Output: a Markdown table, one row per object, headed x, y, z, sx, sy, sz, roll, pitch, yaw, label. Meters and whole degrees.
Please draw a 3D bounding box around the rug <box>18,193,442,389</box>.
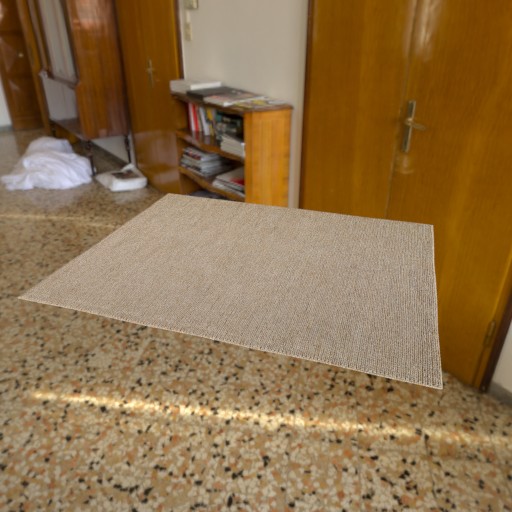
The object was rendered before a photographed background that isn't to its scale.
| x | y | z | sx | sy | sz | roll | pitch | yaw | label |
| --- | --- | --- | --- | --- | --- | --- | --- | --- | --- |
| 0.000 | 0.000 | 3.960 | 3.034 | 0.012 | 2.406 | 9 | 29 | 16 | rug |
